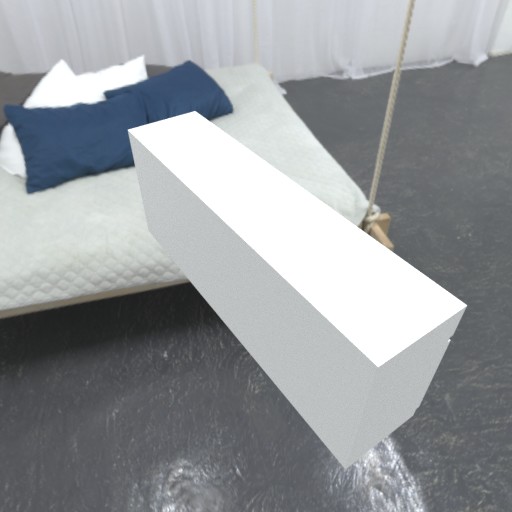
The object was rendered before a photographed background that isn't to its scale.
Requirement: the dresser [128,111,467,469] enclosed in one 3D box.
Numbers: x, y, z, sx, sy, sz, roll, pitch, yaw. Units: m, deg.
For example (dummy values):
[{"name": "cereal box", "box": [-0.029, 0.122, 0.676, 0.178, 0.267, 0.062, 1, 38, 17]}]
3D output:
[{"name": "dresser", "box": [0.000, 0.000, 2.596, 0.500, 0.840, 2.200, -25, 48, -25]}]
